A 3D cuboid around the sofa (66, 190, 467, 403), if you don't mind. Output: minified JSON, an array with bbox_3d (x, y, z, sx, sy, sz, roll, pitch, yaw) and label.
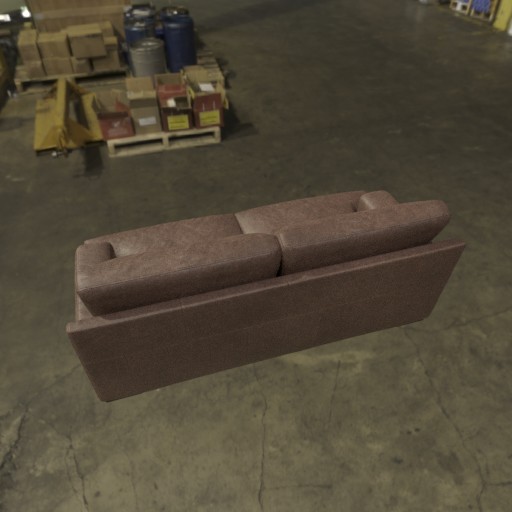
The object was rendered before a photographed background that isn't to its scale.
[{"bbox_3d":[0.000,0.000,2.871,2.261,0.941,1.143,-12,43,-13],"label":"sofa"}]
